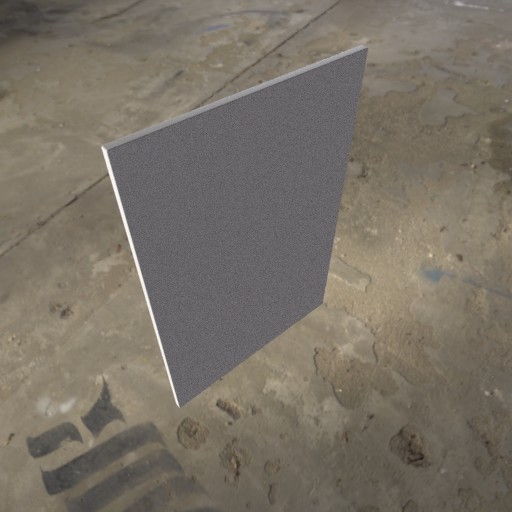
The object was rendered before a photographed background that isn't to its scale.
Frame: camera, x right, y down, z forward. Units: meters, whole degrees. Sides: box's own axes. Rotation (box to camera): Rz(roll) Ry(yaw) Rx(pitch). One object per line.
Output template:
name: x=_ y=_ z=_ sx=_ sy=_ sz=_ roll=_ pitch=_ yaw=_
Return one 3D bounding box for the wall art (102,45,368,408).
wall art: x=0.000 y=0.000 z=0.614 sx=0.329 sy=0.482 sz=0.011 roll=-31 pitch=54 yaw=-26
